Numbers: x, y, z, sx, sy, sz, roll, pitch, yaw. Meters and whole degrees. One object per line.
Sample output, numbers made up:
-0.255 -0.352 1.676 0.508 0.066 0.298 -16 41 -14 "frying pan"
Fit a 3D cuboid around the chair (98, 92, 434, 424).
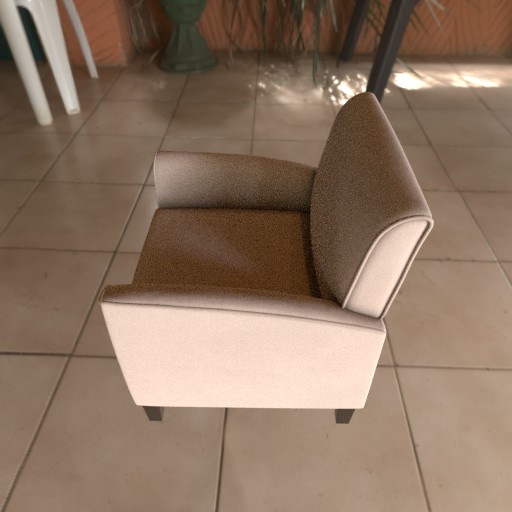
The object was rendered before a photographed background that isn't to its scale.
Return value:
0.000 0.000 1.551 0.820 0.915 0.820 1 41 1 "chair"
